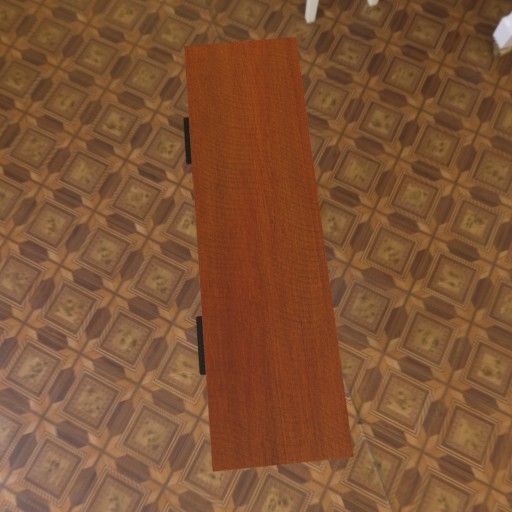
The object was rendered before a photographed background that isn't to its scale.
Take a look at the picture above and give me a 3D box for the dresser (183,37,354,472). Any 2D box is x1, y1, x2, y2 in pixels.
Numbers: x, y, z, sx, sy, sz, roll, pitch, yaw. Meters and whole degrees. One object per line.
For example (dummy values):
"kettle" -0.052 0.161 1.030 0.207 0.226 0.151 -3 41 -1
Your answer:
"dresser" 0.000 0.000 1.945 0.464 0.810 1.536 -5 76 -1
